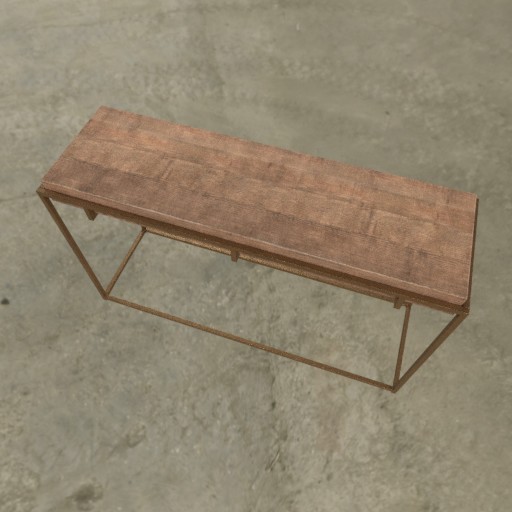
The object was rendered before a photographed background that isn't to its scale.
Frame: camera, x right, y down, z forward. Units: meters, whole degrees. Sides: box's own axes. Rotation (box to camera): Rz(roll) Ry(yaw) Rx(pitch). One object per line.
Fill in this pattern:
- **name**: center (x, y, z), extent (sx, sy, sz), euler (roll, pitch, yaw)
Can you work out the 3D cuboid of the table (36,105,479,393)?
- **table**: center (0.000, 0.000, 1.778), extent (1.400, 0.820, 0.440), euler (16, 58, 10)
